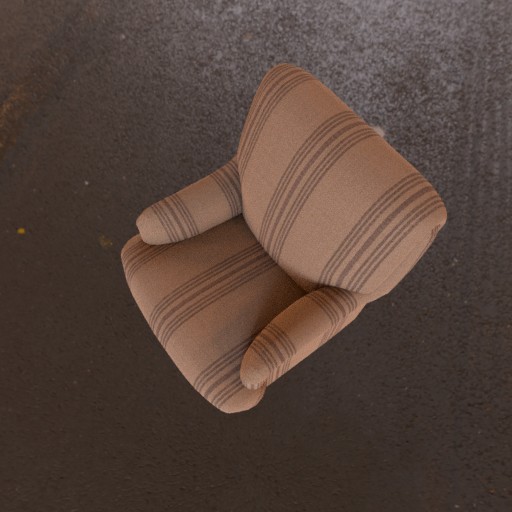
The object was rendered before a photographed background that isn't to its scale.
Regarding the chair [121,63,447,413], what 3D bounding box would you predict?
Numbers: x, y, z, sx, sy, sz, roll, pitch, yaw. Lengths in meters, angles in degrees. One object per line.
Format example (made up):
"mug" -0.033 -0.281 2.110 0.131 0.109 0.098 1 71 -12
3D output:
"chair" 0.000 0.000 1.643 0.914 0.940 0.813 -33 68 -15
